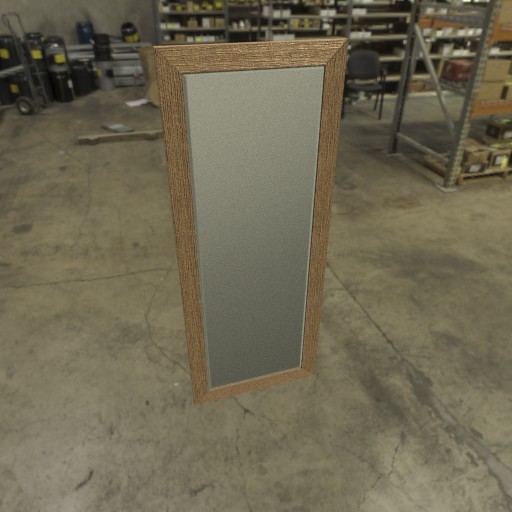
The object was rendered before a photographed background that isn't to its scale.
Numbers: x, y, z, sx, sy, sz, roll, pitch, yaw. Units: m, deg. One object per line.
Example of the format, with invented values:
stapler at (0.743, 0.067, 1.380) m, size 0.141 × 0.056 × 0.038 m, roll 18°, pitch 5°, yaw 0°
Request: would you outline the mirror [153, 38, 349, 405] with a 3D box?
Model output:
mirror at (0.000, 0.000, 2.325) m, size 0.812 × 2.031 × 0.026 m, roll -10°, pitch 34°, yaw -15°
